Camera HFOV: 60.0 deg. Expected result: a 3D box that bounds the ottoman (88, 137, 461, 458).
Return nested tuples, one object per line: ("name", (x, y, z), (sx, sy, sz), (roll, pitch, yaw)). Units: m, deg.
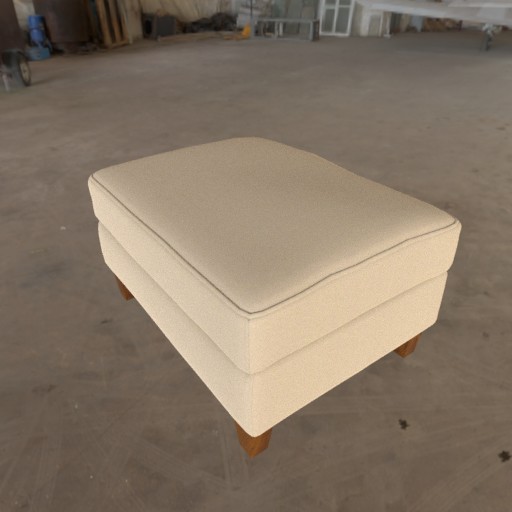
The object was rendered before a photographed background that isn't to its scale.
("ottoman", (0.000, 0.000, 1.235), (0.634, 0.485, 0.818), (-21, 37, -30))
